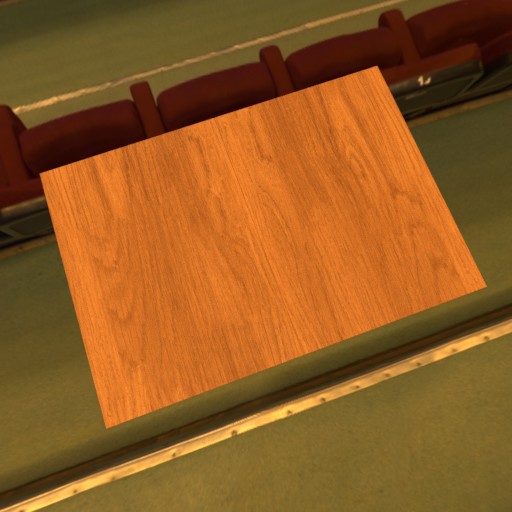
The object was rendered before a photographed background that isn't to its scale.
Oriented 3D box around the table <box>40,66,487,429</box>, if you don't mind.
[{"bbox_3d":[0.000,0.000,1.888,1.300,0.770,0.900,-19,77,-5],"label":"table"}]
